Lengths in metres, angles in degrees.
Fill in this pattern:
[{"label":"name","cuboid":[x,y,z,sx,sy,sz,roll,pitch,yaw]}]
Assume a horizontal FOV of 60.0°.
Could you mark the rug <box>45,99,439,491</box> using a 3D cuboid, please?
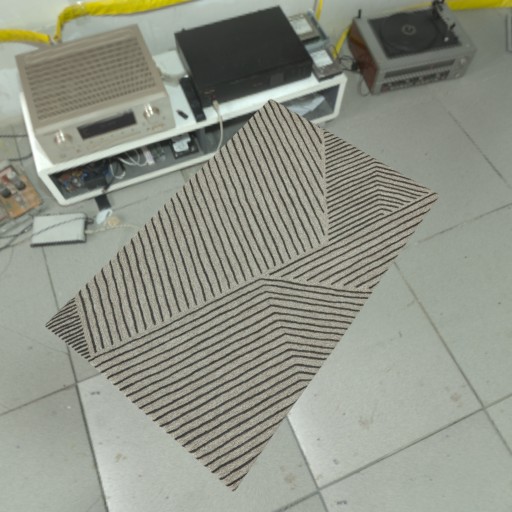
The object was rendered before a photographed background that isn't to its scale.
[{"label":"rug","cuboid":[0.000,0.000,3.012,1.539,0.023,2.406,35,69,15]}]
